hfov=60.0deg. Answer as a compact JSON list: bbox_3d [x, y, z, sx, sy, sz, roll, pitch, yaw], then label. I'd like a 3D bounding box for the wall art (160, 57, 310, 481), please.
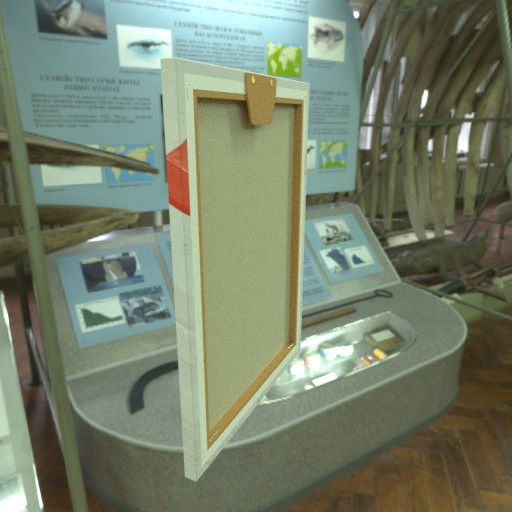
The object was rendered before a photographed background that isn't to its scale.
[{"bbox_3d":[0.000,0.000,1.330,0.045,1.014,0.759,8,19,25],"label":"wall art"}]
